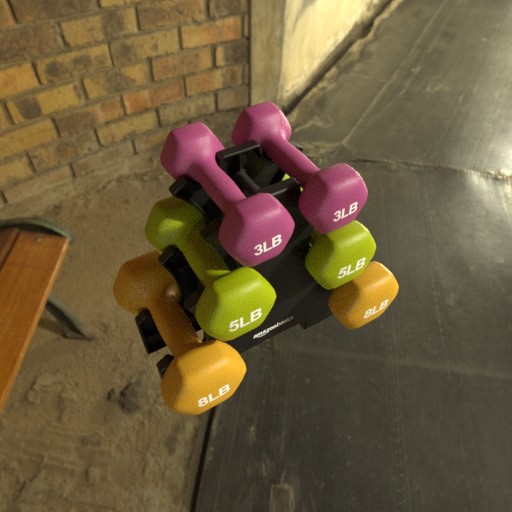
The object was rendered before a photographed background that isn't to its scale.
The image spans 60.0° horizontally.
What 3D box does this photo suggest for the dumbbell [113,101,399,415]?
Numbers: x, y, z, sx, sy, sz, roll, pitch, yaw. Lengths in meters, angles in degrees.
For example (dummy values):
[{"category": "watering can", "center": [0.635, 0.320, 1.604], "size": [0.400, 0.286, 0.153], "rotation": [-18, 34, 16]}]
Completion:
[{"category": "dumbbell", "center": [0.000, 0.000, 0.487], "size": [0.300, 0.271, 0.190], "rotation": [-23, 52, -20]}]
